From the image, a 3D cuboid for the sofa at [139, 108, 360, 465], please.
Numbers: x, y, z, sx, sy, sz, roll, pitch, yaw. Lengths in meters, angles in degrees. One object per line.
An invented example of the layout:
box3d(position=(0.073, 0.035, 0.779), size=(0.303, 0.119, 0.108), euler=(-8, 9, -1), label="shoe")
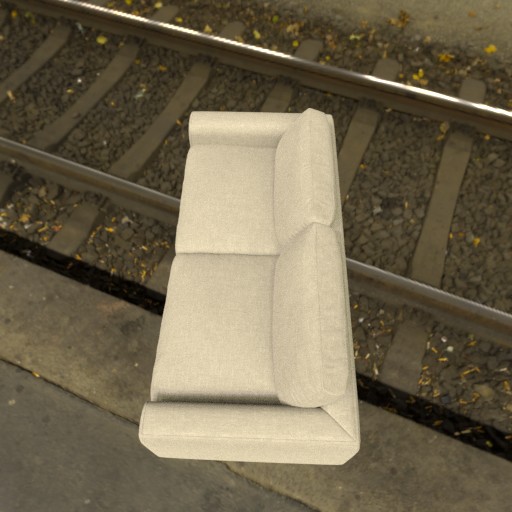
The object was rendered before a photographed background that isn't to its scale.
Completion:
box3d(position=(0.000, 0.000, 2.750), size=(1.070, 0.801, 2.262), euler=(2, 58, 1), label="sofa")
